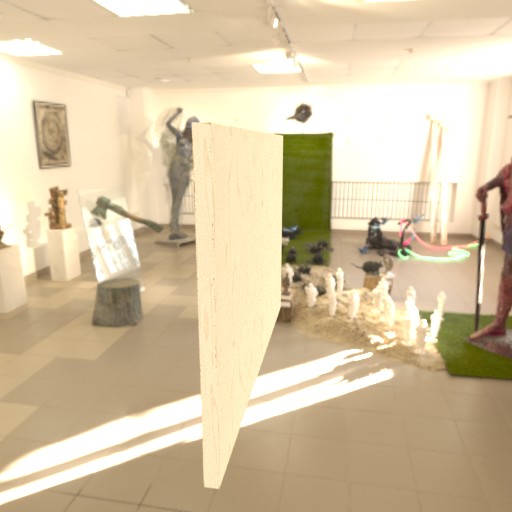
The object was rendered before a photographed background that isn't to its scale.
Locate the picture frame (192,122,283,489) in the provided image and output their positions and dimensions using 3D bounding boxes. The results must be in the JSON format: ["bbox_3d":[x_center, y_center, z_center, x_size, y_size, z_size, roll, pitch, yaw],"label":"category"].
[{"bbox_3d":[0.000,0.000,1.186,0.029,0.640,0.950,2,14,10],"label":"picture frame"}]
